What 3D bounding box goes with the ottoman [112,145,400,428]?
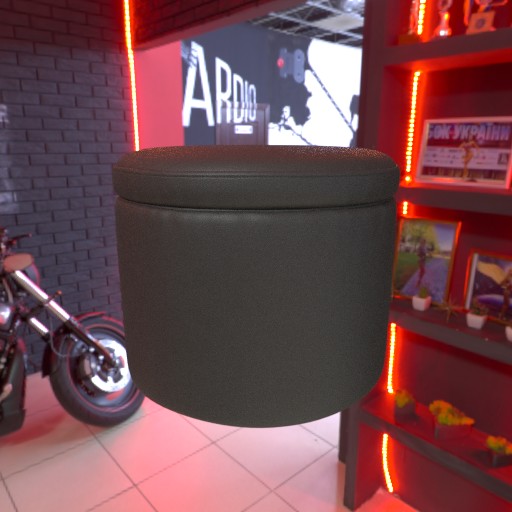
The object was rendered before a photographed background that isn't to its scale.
[{"bbox_3d":[0.000,0.000,0.842,0.500,0.409,0.500,0,14,0],"label":"ottoman"}]
